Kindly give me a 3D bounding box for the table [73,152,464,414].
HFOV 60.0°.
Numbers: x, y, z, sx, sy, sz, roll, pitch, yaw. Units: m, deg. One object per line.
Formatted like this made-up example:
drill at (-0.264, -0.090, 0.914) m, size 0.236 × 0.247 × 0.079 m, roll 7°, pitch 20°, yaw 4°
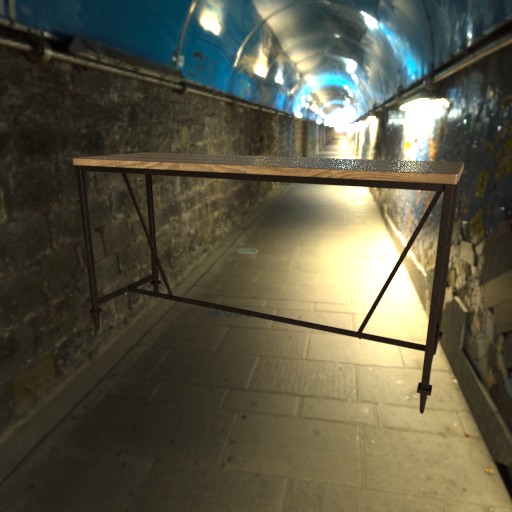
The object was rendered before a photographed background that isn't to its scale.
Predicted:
table at (0.000, 0.000, 2.127) m, size 1.700 × 0.902 × 0.551 m, roll 8°, pitch 18°, yaw 25°
